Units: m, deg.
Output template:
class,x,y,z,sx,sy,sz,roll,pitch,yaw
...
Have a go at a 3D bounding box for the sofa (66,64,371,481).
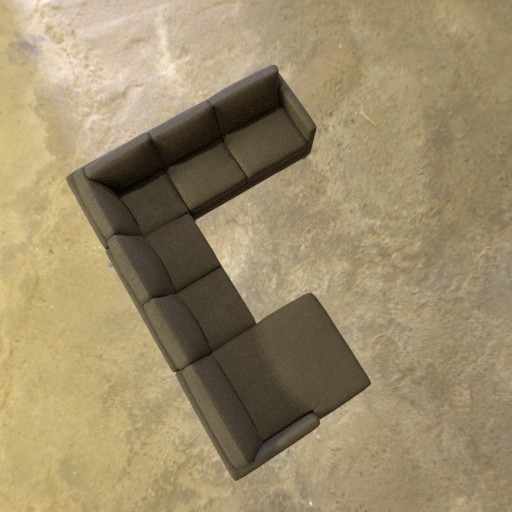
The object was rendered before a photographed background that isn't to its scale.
class,x,y,z,sx,sy,sz,roll,pitch,yaw
sofa,0.000,0.000,4.662,2.594,0.961,3.460,-31,78,-7
